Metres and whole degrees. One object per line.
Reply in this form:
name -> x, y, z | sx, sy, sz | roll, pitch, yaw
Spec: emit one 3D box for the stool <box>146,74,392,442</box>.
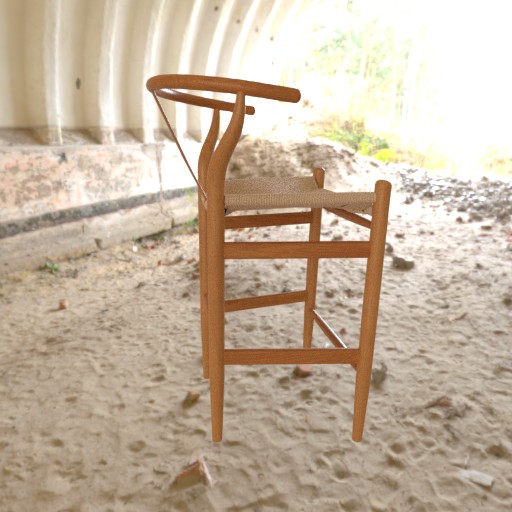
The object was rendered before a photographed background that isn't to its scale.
stool -> 0.000, 0.000, 1.320 | 0.579, 0.970, 0.569 | -3, 15, -10
